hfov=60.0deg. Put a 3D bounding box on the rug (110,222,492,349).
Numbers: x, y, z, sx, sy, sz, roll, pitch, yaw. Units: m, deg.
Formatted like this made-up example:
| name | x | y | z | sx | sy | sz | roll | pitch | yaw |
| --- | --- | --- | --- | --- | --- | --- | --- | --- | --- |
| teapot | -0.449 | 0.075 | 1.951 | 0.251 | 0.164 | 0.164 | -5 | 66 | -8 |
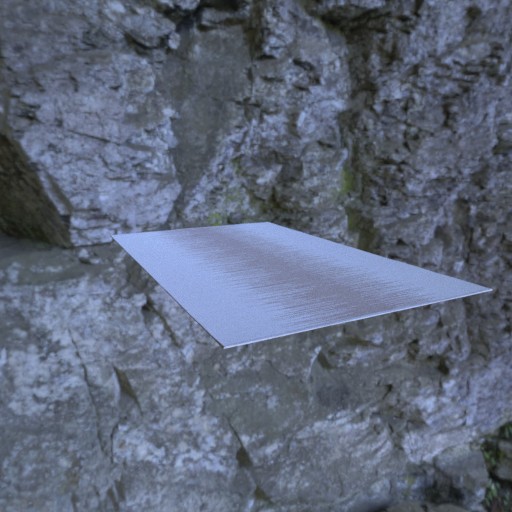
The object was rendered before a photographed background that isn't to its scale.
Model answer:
| name | x | y | z | sx | sy | sz | roll | pitch | yaw |
| --- | --- | --- | --- | --- | --- | --- | --- | --- | --- |
| rug | 0.000 | 0.000 | 3.019 | 1.522 | 0.012 | 2.440 | -7 | 15 | -26 |
